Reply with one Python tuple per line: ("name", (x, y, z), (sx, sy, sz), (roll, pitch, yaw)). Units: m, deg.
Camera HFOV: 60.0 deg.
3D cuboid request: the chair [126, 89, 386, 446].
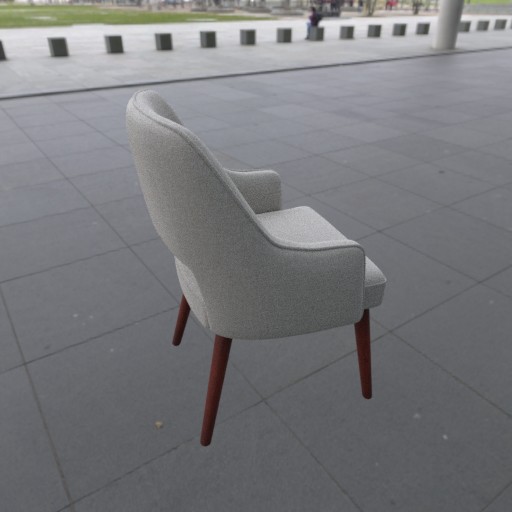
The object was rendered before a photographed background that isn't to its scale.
("chair", (0.000, 0.000, 1.205), (0.580, 0.840, 0.560), (-10, 32, -17))
